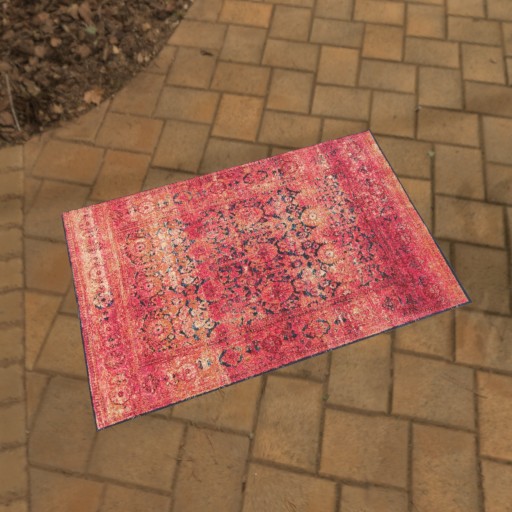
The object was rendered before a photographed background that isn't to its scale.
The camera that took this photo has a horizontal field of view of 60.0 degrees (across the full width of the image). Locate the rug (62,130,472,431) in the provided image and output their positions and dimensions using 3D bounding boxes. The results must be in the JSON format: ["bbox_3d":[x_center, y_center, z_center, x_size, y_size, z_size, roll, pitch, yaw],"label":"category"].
[{"bbox_3d":[0.000,0.000,3.025,2.449,0.018,1.539,-17,65,-8],"label":"rug"}]
